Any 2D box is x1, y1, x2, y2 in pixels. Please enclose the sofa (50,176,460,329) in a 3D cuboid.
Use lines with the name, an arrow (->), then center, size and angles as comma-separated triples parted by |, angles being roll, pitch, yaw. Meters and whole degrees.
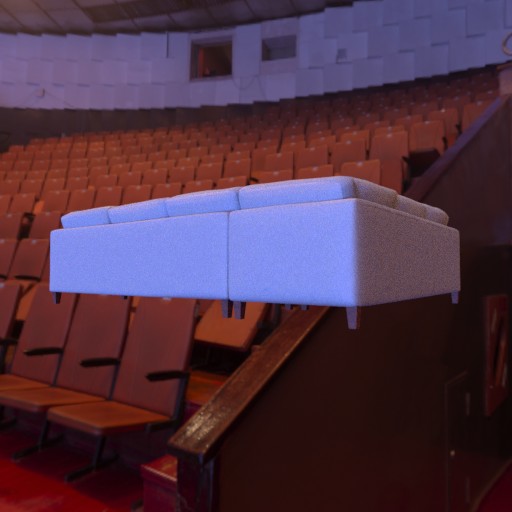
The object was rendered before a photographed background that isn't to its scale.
sofa -> 0.000, 0.000, 4.443 | 3.301, 0.947, 2.592 | -1, -2, 37
